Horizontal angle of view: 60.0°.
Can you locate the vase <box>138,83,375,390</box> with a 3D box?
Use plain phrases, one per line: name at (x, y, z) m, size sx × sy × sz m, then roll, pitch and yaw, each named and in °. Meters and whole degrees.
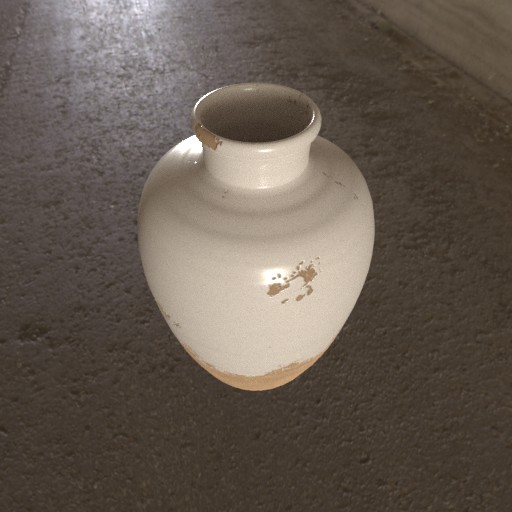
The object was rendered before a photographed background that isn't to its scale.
vase at (0.000, 0.000, 0.322) m, size 0.158 × 0.228 × 0.158 m, roll 0°, pitch 46°, yaw 0°
